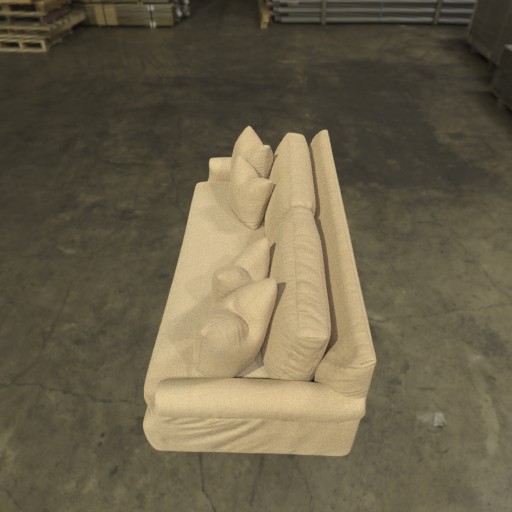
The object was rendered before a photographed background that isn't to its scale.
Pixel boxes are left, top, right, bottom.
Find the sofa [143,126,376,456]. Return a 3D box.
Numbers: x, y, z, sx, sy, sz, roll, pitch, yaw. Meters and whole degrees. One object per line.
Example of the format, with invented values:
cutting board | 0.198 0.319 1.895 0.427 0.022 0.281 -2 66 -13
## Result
sofa | 0.000 0.000 2.827 1.067 0.904 2.285 1 40 1
